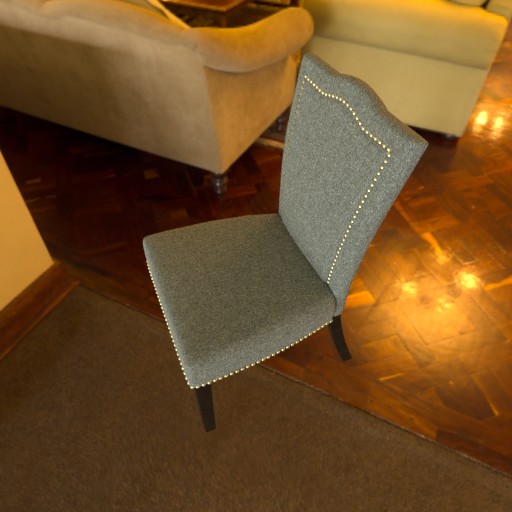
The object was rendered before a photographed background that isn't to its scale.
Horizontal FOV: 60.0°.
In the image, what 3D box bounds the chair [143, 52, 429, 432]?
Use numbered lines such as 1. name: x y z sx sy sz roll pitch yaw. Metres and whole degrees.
1. chair: 0.000 0.000 1.287 0.589 0.946 0.518 -17 48 -16
